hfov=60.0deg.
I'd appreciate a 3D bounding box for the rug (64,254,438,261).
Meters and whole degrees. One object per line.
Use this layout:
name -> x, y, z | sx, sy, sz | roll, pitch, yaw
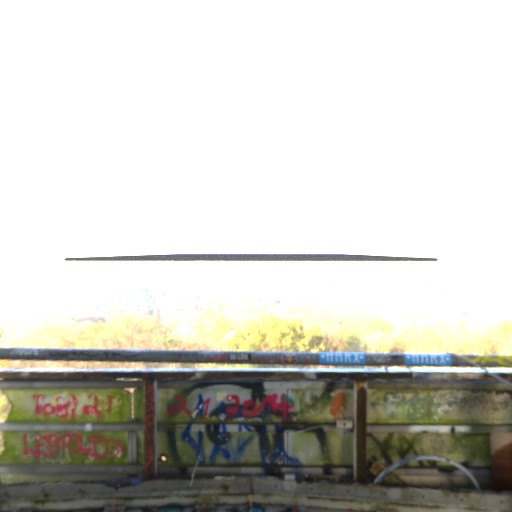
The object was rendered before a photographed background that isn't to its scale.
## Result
rug -> 0.000, 0.000, 2.933 | 1.528, 0.014, 2.294 | 0, 1, 2
